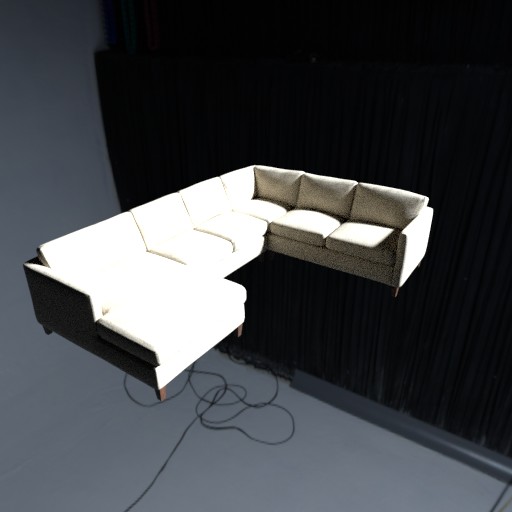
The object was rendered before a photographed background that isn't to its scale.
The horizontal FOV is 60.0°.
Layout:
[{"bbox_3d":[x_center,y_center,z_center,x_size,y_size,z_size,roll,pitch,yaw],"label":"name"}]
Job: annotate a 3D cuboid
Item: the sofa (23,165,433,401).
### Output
[{"bbox_3d":[0.000,0.000,4.528,2.593,0.959,3.460,17,31,31],"label":"sofa"}]
